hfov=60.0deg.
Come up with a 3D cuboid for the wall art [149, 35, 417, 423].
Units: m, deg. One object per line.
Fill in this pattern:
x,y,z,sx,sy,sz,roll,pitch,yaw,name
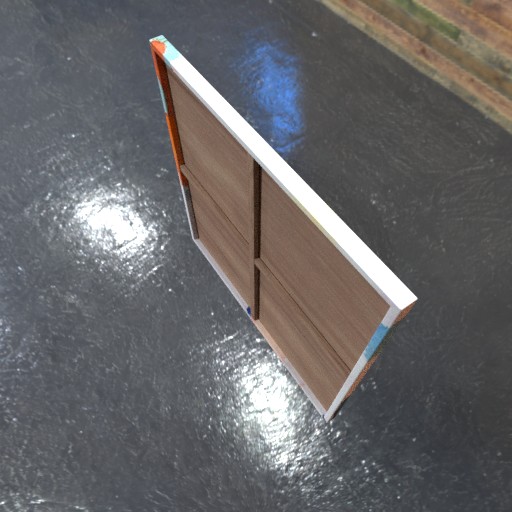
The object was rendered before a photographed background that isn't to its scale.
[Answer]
0.000,0.000,1.476,0.044,1.017,1.017,-30,63,-17,wall art
